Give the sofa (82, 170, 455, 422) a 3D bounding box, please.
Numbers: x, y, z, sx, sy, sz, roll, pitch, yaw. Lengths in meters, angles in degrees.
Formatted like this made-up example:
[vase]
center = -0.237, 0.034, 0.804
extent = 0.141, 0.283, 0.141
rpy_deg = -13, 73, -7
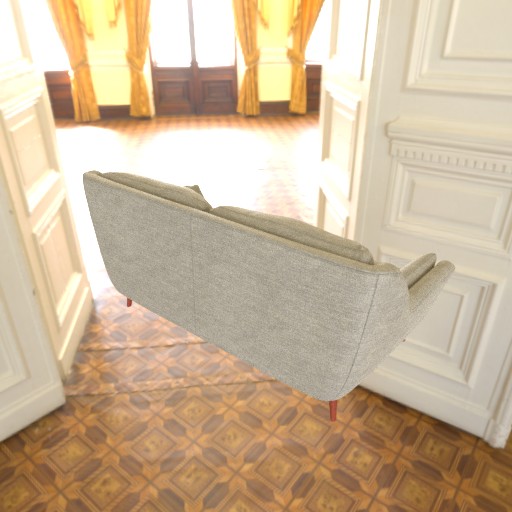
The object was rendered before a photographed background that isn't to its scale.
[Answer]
[sofa]
center = 0.000, 0.000, 2.517
extent = 1.930, 0.897, 0.976
rpy_deg = 20, 35, 32
